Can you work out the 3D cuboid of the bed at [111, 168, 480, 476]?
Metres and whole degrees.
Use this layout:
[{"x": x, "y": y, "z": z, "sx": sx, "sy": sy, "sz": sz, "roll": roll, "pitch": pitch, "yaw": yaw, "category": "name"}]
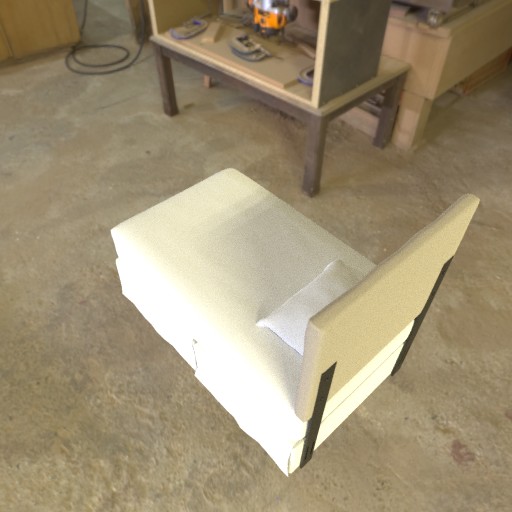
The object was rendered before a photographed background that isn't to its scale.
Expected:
[{"x": 0.000, "y": 0.000, "z": 2.920, "sx": 1.261, "sy": 1.571, "sz": 1.997, "roll": -33, "pitch": 55, "yaw": -27, "category": "bed"}]
